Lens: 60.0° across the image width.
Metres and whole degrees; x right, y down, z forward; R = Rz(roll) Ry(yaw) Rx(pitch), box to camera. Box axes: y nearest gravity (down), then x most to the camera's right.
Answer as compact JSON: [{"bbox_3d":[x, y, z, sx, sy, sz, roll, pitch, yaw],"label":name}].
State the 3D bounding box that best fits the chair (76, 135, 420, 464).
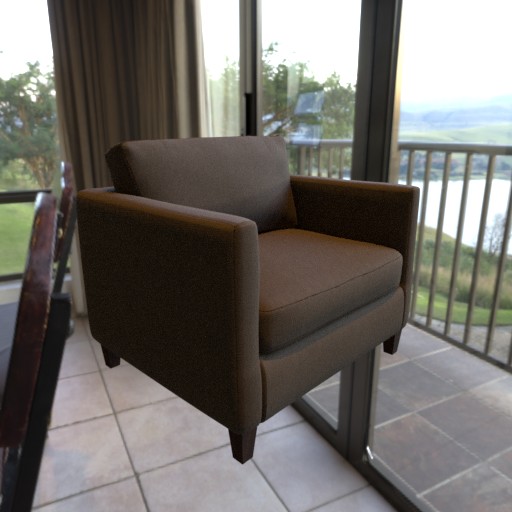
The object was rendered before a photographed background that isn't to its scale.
[{"bbox_3d":[0.000,0.000,1.853,0.959,0.963,1.107,15,22,42],"label":"chair"}]
